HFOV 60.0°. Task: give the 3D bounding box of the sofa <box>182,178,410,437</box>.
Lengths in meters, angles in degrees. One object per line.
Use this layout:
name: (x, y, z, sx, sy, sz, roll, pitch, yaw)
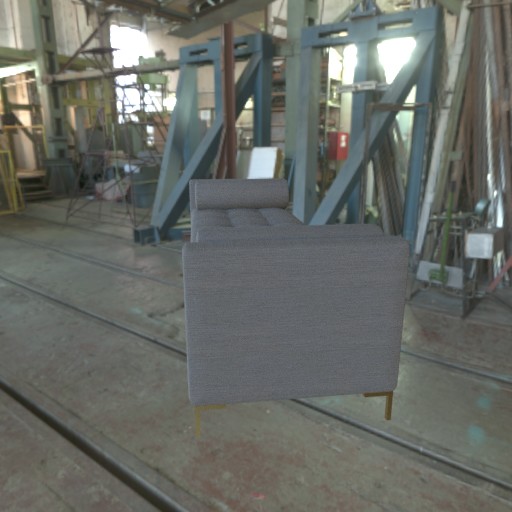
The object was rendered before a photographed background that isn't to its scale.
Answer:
sofa: (0.000, 0.000, 2.308, 0.686, 0.635, 1.981, -2, 15, -7)
